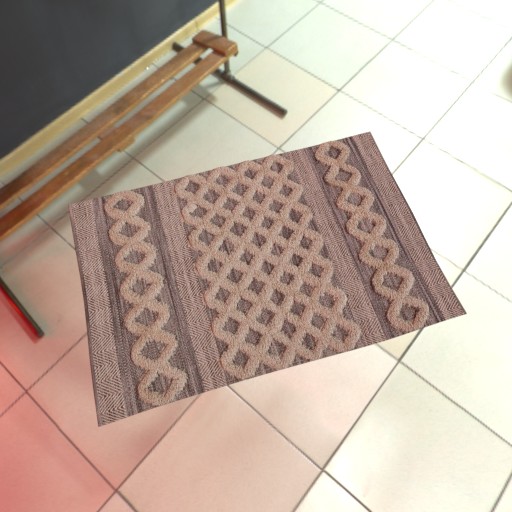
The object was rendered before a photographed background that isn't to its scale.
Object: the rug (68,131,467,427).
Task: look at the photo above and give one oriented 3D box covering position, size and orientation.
[{"bbox_3d":[0.000,0.000,2.326,1.823,0.030,1.222,-15,65,-7],"label":"rug"}]
